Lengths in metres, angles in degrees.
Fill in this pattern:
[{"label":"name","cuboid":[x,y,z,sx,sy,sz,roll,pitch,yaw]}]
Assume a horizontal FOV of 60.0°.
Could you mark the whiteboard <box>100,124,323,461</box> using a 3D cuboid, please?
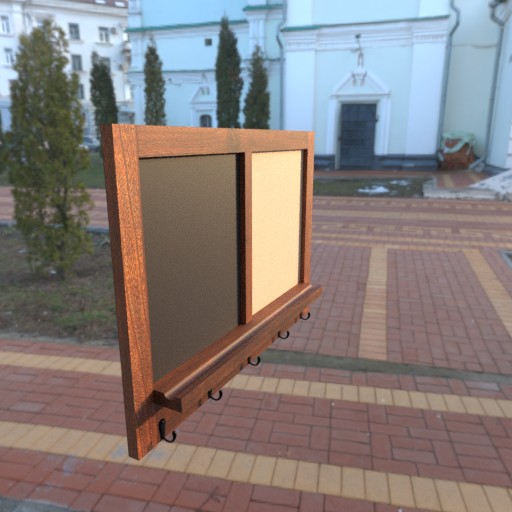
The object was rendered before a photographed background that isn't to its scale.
[{"label":"whiteboard","cuboid":[0.000,0.000,1.003,0.083,0.553,0.768,8,17,28]}]
